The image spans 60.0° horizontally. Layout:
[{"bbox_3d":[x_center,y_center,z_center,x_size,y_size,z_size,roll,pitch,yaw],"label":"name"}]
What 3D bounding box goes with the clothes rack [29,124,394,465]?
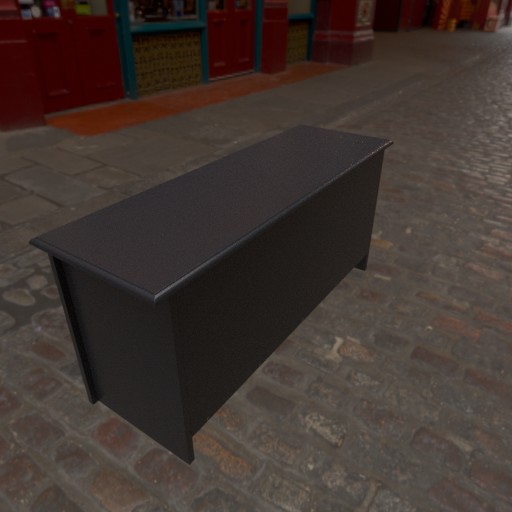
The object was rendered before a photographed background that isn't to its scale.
[{"bbox_3d":[0.000,0.000,1.470,0.406,0.556,1.219,20,36,29],"label":"clothes rack"}]
